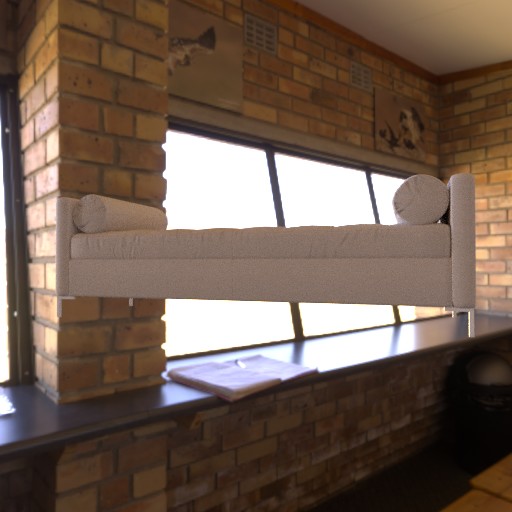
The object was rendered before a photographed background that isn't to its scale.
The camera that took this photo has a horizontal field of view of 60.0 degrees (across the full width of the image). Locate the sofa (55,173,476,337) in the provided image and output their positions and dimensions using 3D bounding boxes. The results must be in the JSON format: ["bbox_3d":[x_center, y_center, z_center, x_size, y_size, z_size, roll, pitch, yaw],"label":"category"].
[{"bbox_3d":[0.000,0.000,2.305,1.981,0.635,0.686,0,-1,19],"label":"sofa"}]
